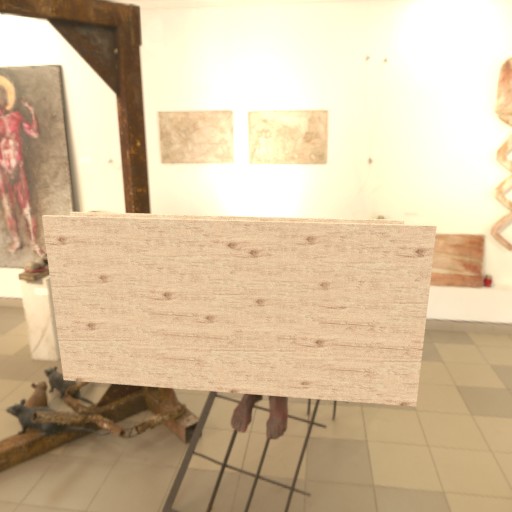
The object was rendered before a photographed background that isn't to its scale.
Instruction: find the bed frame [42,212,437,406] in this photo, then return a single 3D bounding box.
[{"bbox_3d":[0.000,0.000,3.279,1.950,0.970,2.080,2,16,7],"label":"bed frame"}]
